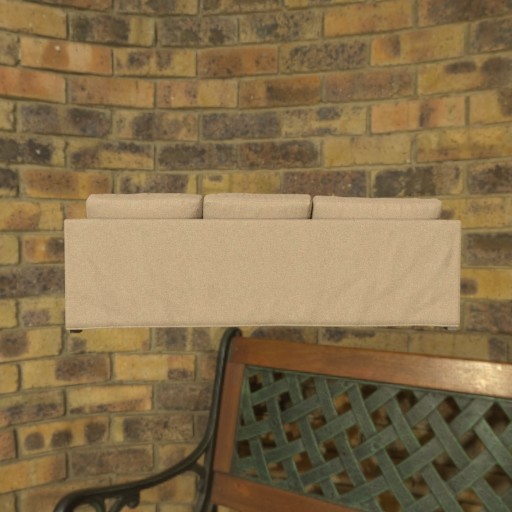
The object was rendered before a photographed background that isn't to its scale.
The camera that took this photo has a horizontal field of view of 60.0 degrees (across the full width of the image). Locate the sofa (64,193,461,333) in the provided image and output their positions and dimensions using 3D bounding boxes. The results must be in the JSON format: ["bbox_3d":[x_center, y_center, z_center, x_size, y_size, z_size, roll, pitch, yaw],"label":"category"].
[{"bbox_3d":[0.000,0.000,4.254,2.432,0.871,3.182,0,1,-2],"label":"sofa"}]
